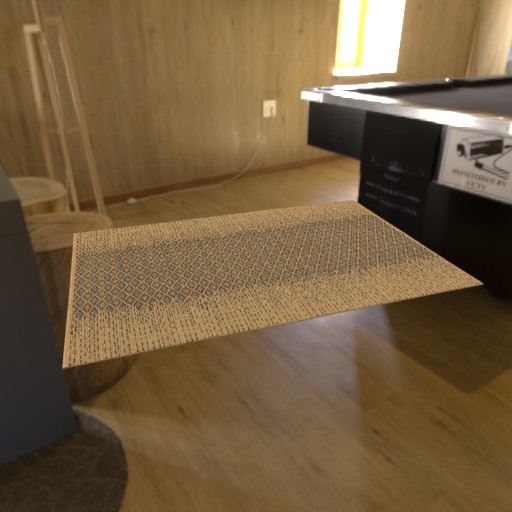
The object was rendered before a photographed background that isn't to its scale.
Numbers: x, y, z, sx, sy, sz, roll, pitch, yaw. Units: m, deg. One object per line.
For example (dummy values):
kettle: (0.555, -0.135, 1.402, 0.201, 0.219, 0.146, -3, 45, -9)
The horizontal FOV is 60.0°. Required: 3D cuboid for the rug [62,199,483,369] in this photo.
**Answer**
rug: (0.000, 0.000, 2.319, 1.828, 0.005, 1.219, -9, 28, -16)
